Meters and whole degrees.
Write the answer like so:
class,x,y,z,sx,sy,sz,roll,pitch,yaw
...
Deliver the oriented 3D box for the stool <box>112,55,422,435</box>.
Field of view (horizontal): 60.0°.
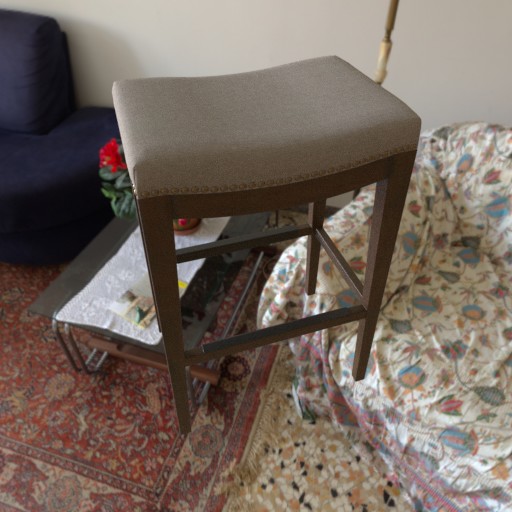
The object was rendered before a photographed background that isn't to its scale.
class,x,y,z,sx,sy,sz,roll,pitch,yaw
stool,0.000,0.000,1.024,0.508,0.762,0.356,-12,44,-13
